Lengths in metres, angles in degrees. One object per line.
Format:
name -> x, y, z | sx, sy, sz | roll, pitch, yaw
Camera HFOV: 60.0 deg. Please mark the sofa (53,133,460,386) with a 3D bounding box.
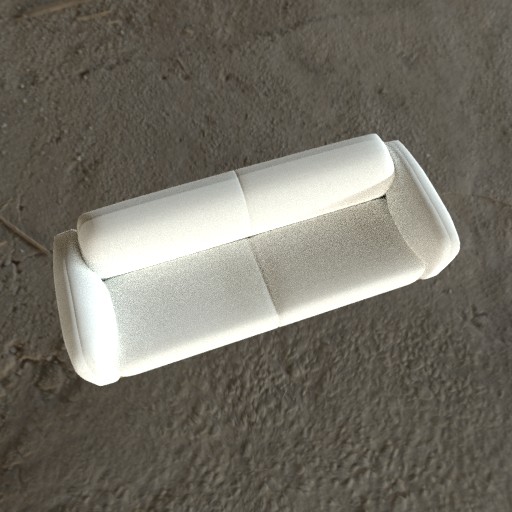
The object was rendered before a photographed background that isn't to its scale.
sofa -> 0.000, 0.000, 2.709 | 2.280, 0.780, 0.870 | -17, 65, -8
